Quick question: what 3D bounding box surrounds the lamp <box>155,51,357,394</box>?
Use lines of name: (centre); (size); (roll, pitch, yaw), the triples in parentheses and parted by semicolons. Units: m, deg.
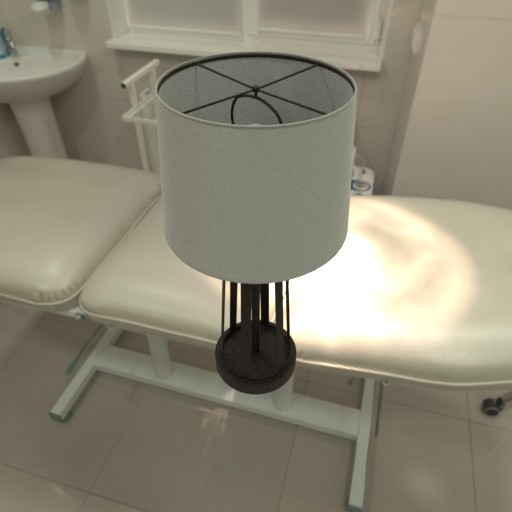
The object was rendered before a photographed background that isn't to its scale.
lamp: (0.000, 0.000, 0.656); (0.251, 0.509, 0.251); (0, 41, 0)
